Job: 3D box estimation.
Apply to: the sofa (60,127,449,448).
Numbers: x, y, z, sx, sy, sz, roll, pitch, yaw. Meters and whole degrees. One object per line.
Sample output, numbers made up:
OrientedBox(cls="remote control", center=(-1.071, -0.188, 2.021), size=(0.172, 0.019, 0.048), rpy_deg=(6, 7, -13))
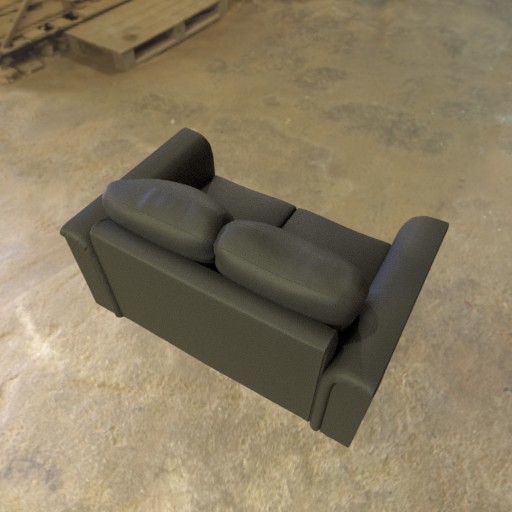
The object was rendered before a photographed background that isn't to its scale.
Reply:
OrientedBox(cls="sofa", center=(0.000, 0.000, 1.994), size=(1.386, 0.845, 0.887), rpy_deg=(24, 54, 20))
